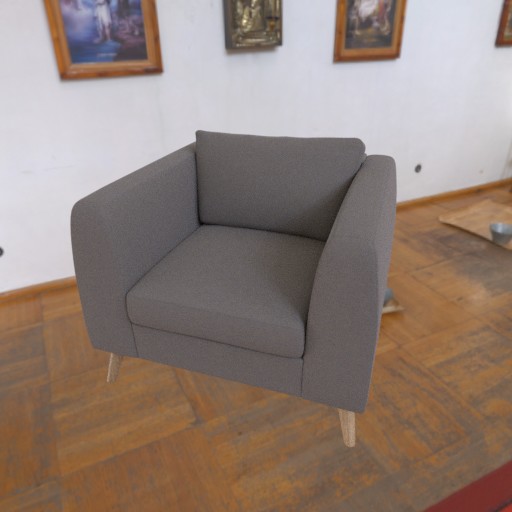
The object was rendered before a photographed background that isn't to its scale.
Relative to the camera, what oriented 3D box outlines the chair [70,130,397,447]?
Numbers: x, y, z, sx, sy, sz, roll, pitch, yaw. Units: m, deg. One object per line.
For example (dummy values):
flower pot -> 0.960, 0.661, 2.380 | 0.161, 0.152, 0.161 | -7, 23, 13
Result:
chair -> 0.000, 0.000, 1.737 | 1.000, 0.860, 0.930 | 9, 29, 17
